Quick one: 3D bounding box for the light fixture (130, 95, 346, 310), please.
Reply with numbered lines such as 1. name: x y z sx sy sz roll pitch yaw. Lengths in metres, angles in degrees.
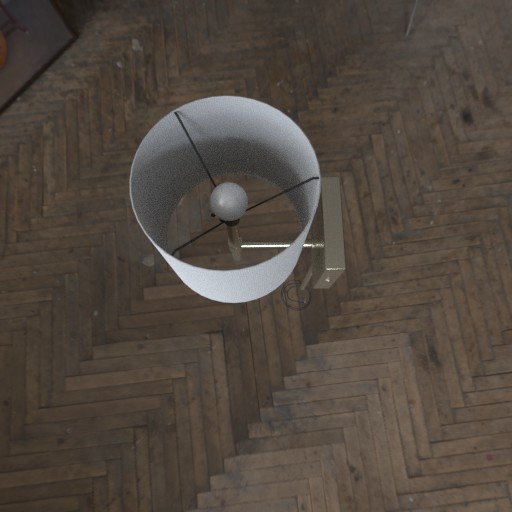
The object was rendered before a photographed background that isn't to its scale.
1. light fixture: 0.000 0.000 0.720 0.248 0.589 0.188 -1 75 0
